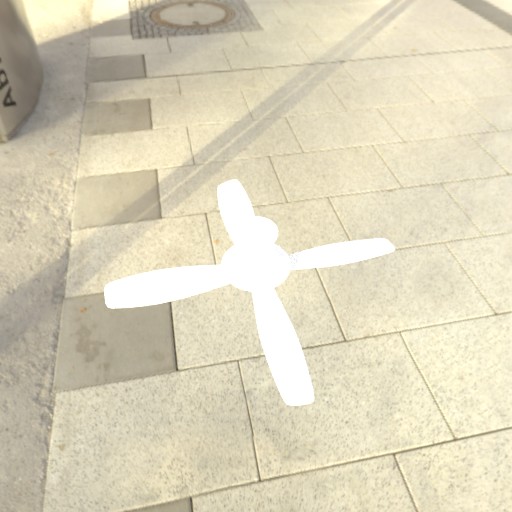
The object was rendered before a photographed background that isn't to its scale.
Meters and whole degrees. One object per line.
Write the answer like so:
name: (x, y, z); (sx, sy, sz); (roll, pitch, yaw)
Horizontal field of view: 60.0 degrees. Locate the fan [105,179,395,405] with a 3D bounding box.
fan: (0.000, 0.000, 2.478); (1.693, 0.382, 1.694); (-10, 47, -10)
